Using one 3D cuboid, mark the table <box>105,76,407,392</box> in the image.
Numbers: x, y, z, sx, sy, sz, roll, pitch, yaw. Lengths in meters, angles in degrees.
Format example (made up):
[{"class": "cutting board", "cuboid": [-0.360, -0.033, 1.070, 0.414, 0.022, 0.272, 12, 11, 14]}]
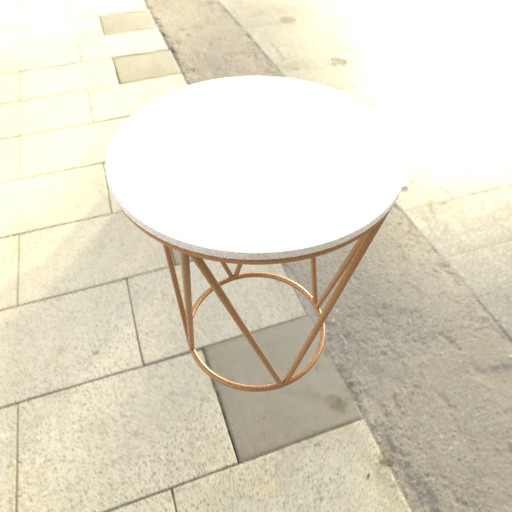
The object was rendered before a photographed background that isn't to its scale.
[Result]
[{"class": "table", "cuboid": [0.000, 0.000, 0.962, 0.500, 0.564, 0.500, 0, 48, 0]}]
